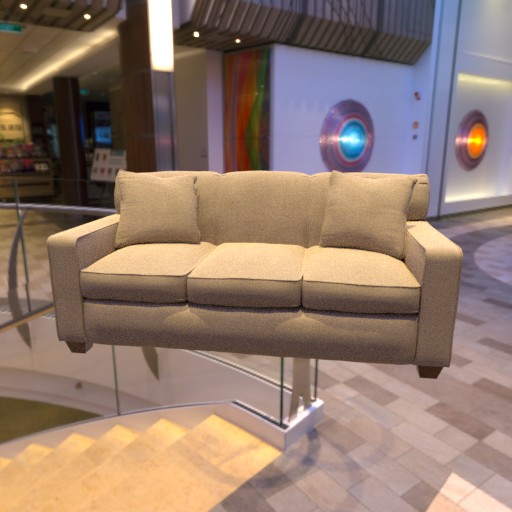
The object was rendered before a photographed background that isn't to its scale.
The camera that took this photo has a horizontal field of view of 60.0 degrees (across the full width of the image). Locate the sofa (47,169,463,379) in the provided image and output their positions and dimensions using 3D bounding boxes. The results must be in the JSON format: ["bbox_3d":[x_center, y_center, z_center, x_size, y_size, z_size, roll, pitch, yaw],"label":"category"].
[{"bbox_3d":[0.000,0.000,2.566,2.024,0.958,0.997,2,14,8],"label":"sofa"}]
